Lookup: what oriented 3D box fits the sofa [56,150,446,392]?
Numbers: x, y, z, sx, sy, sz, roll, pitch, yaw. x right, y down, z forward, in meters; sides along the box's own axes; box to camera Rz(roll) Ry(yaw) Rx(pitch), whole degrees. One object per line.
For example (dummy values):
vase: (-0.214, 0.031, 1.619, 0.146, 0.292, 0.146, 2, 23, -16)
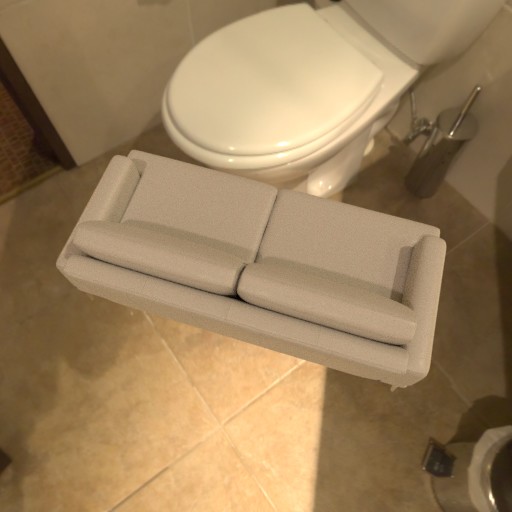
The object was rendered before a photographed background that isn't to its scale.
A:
sofa: (0.000, 0.000, 2.449, 1.940, 0.765, 0.974, 16, 66, 7)
